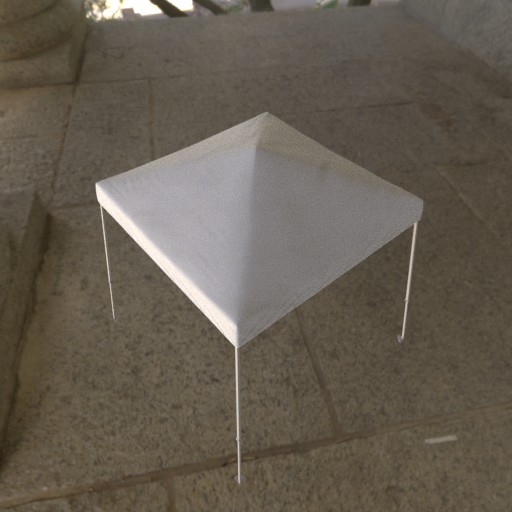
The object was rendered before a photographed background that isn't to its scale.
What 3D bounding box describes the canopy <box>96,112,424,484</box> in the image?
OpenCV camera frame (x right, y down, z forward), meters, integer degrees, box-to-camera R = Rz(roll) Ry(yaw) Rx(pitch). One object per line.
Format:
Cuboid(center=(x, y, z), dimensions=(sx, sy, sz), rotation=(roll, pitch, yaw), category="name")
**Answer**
Cuboid(center=(0.000, 0.000, 6.437), dimensions=(3.600, 3.600, 3.599), rotation=(-31, 53, -27), category="canopy")
